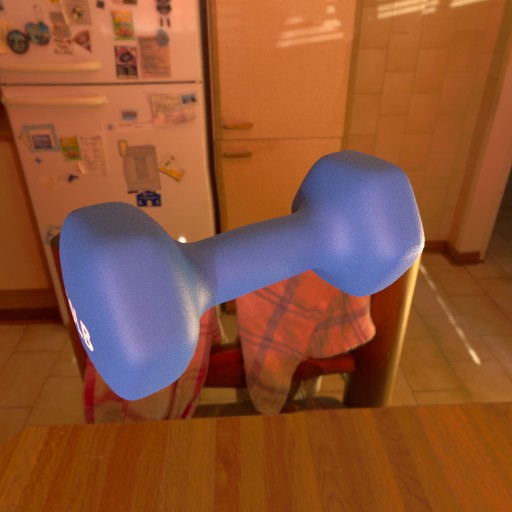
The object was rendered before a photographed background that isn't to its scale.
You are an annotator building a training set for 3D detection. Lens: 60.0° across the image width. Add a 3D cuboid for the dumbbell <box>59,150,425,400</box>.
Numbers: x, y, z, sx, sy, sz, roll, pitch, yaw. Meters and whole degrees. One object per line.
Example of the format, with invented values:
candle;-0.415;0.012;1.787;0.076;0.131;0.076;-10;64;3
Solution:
dumbbell;0.000;0.000;0.266;0.212;0.093;0.103;-18;34;-28
